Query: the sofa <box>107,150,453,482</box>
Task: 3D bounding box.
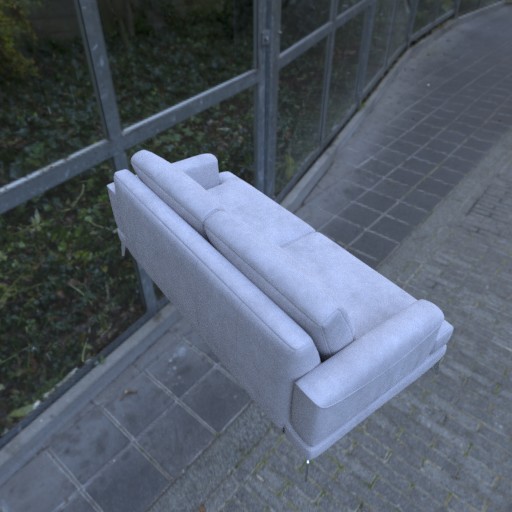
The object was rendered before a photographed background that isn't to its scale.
[{"bbox_3d":[0.000,0.000,2.530,0.980,0.830,2.013,-25,45,-28],"label":"sofa"}]
